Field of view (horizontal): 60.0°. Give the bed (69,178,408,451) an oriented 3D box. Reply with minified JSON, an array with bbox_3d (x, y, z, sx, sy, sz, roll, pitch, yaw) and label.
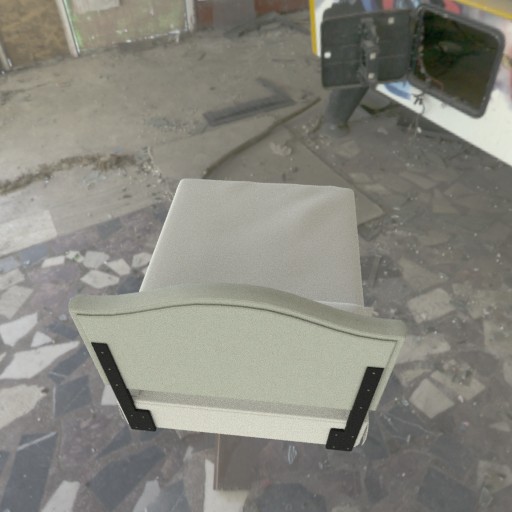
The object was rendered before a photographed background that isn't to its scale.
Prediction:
[{"bbox_3d":[0.000,0.000,3.394,1.813,1.607,2.180,4,46,4],"label":"bed"}]
